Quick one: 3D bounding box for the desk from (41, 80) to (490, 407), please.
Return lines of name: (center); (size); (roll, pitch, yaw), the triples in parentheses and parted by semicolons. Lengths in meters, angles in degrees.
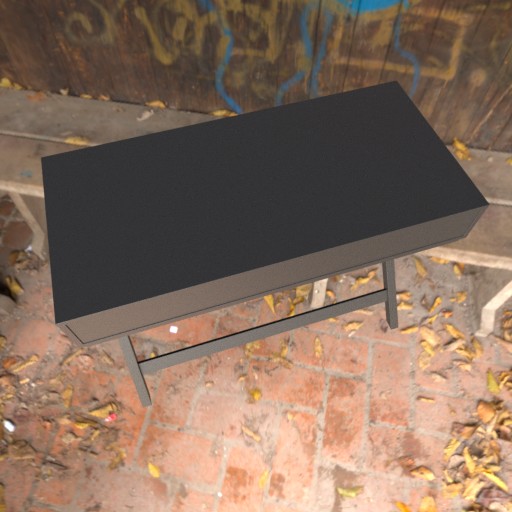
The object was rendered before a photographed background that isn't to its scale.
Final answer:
desk: (0.000, 0.000, 1.484); (1.057, 0.780, 0.525); (-15, 60, -9)
